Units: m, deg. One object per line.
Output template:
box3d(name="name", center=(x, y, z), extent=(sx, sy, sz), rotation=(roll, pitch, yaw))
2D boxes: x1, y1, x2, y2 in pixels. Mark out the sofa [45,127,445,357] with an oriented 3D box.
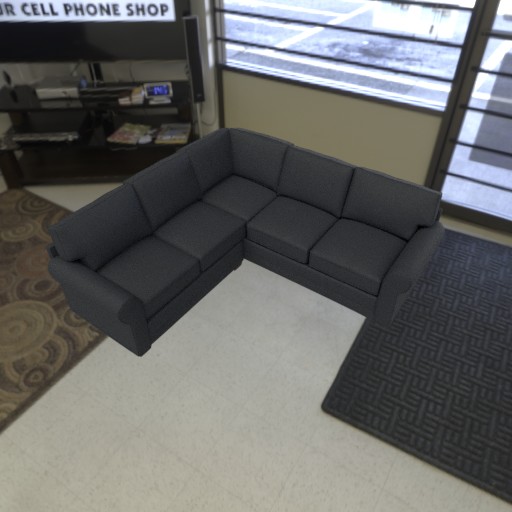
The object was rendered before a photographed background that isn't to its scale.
box3d(name="sofa", center=(0.000, 0.000, 3.914), extent=(2.562, 1.042, 2.487), rotation=(25, 47, 26))
